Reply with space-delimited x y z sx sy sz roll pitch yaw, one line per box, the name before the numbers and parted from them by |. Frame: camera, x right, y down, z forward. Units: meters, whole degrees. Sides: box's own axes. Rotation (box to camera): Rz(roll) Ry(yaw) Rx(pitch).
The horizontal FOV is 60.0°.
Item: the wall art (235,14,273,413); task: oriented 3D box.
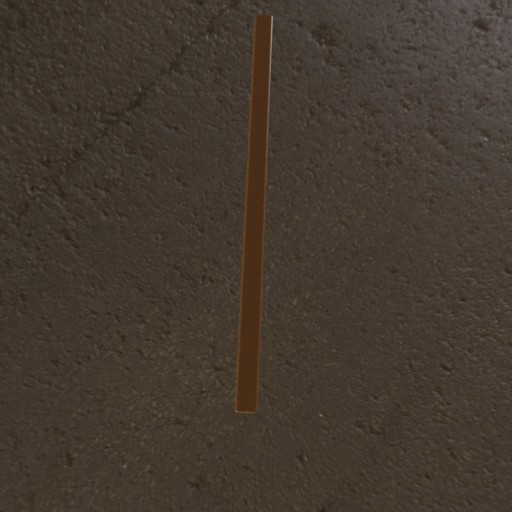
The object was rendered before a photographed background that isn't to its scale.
wall art | 0.000 0.000 0.735 0.021 0.550 0.449 2 75 1
